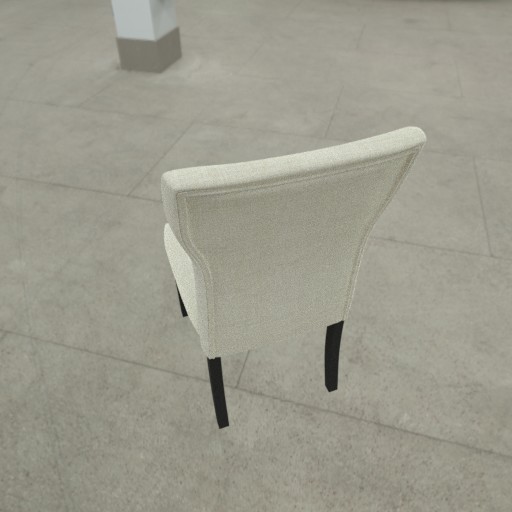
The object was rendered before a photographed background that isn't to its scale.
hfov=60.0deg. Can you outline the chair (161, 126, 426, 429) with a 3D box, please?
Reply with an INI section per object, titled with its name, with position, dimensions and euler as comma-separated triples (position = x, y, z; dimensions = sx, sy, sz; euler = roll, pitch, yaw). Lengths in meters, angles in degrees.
[chair]
position = 0.000, 0.000, 1.267
dimensions = 0.509, 0.921, 0.597
euler = -13, 43, -15
